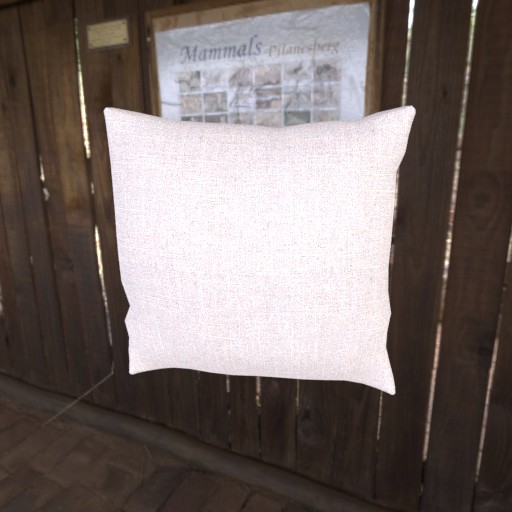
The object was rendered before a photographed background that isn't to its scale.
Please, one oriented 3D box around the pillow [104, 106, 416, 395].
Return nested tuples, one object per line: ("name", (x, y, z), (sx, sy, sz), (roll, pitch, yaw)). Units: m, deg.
("pillow", (0.000, 0.000, 0.776), (0.508, 0.498, 0.215), (2, 15, 7))
